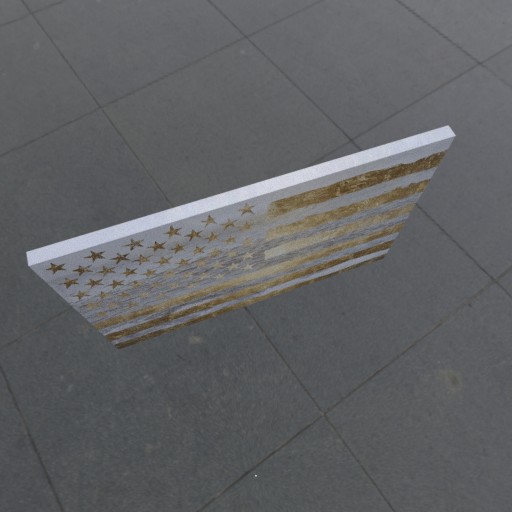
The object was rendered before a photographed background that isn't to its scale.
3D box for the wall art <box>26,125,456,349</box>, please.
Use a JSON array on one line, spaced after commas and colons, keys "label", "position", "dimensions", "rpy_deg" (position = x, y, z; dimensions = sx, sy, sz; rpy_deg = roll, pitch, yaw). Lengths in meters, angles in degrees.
[{"label": "wall art", "position": [0.000, 0.000, 1.470], "dimensions": [1.145, 0.762, 0.041], "rpy_deg": [-18, 65, -9]}]
